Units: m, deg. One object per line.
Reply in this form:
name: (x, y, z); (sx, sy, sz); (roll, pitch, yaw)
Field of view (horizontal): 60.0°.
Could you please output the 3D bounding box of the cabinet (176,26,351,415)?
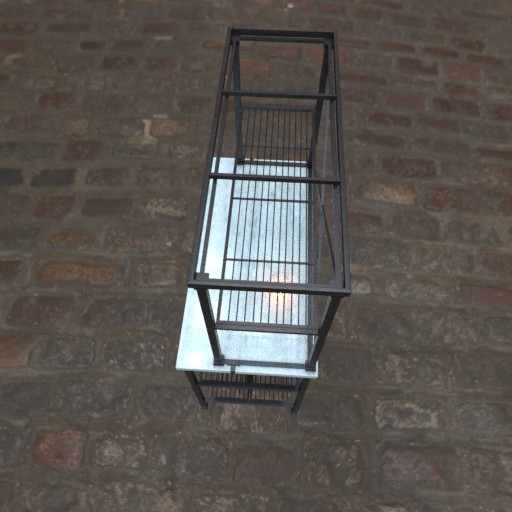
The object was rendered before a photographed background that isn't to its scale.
cabinet: (0.000, 0.000, 2.223); (0.610, 1.659, 1.210); (3, 59, 2)
